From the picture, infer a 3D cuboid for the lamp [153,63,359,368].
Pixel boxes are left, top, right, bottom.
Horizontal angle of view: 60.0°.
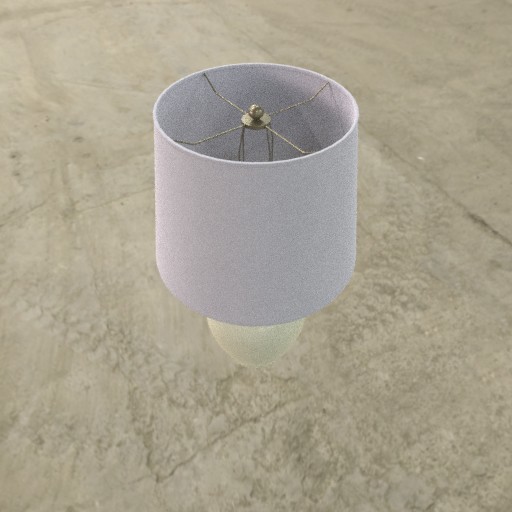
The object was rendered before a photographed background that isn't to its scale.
[{"bbox_3d":[0.000,0.000,0.552,0.239,0.399,0.239,0,46,0],"label":"lamp"}]
